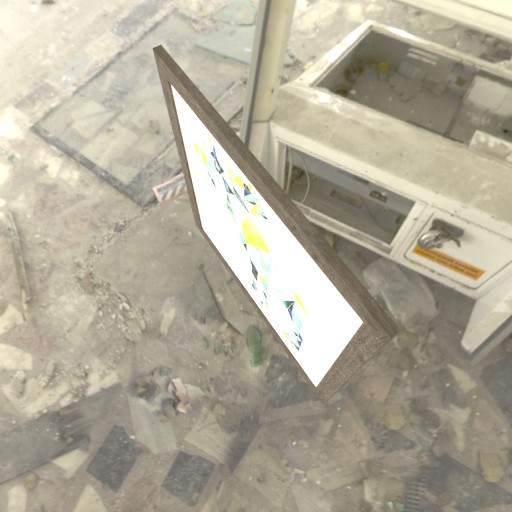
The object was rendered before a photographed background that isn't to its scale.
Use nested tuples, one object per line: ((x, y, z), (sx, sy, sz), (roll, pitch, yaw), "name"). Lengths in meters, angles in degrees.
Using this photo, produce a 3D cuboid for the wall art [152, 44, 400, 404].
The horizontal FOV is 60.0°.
((0.000, 0.000, 0.694), (0.013, 0.457, 0.457), (-31, 68, -14), "wall art")
